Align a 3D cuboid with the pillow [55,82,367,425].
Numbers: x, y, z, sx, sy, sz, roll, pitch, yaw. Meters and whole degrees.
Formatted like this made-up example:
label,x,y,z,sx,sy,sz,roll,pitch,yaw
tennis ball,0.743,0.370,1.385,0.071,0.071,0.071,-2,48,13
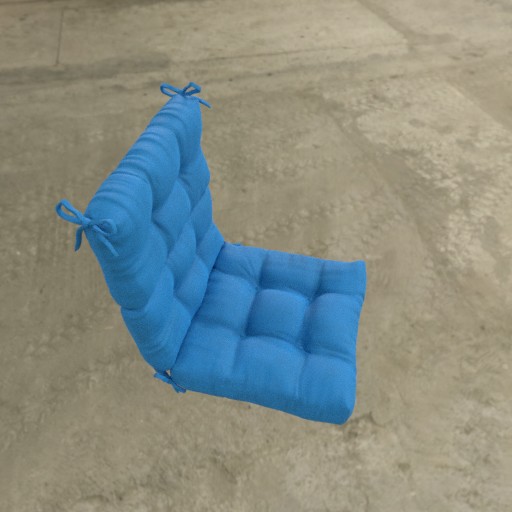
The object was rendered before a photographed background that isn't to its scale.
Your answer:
label,x,y,z,sx,sy,sz,roll,pitch,yaw
pillow,0.000,0.000,1.041,0.571,0.605,0.519,10,48,9
